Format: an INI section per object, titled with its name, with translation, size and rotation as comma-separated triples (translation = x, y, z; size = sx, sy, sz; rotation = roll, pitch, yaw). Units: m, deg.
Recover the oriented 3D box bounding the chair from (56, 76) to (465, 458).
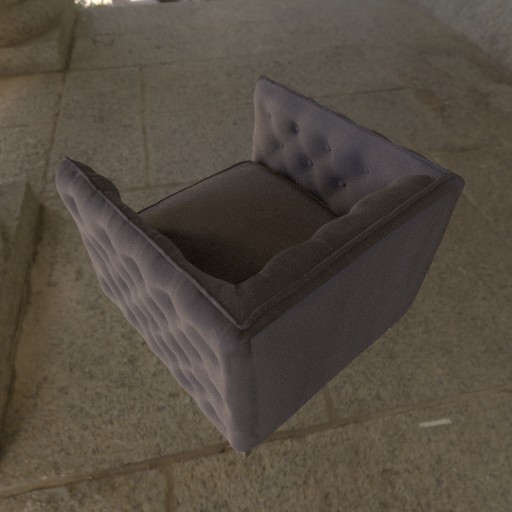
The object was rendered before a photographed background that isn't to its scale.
[chair]
translation = 0.000, 0.000, 1.606
size = 0.946, 0.807, 0.913
rotation = -33, 55, -27
